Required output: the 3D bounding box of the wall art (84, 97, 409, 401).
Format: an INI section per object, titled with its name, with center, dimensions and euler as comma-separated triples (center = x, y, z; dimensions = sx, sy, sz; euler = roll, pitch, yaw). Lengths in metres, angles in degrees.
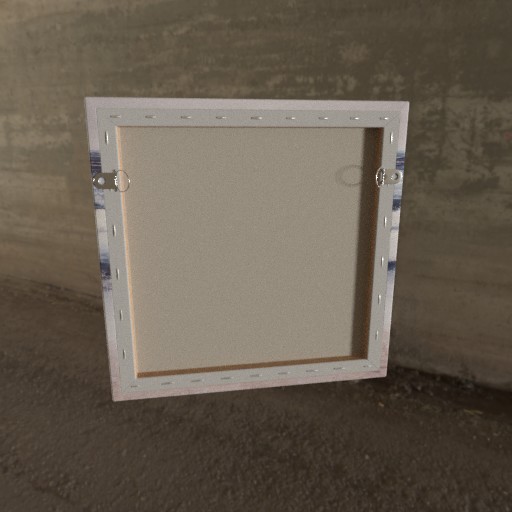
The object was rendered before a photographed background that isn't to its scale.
[wall art]
center = 0.000, 0.000, 1.116
dimensions = 0.755, 0.747, 0.065
euler = -2, 15, -9
